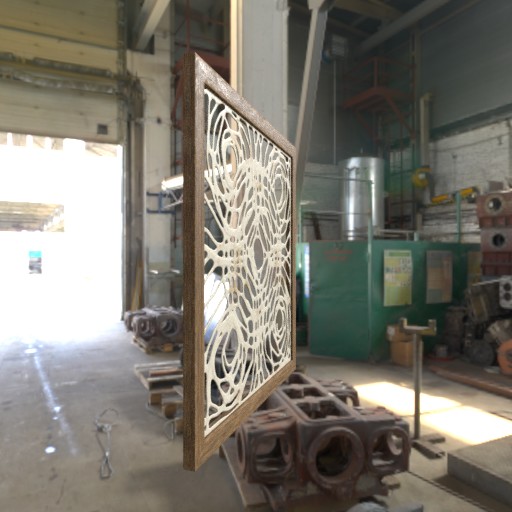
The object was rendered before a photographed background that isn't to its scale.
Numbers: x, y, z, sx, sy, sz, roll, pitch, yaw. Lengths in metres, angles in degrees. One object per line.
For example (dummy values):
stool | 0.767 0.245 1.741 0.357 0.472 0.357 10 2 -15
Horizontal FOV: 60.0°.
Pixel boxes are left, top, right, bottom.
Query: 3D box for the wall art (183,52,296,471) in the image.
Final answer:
wall art | 0.000 0.000 0.859 0.021 0.576 0.561 0 0 19
